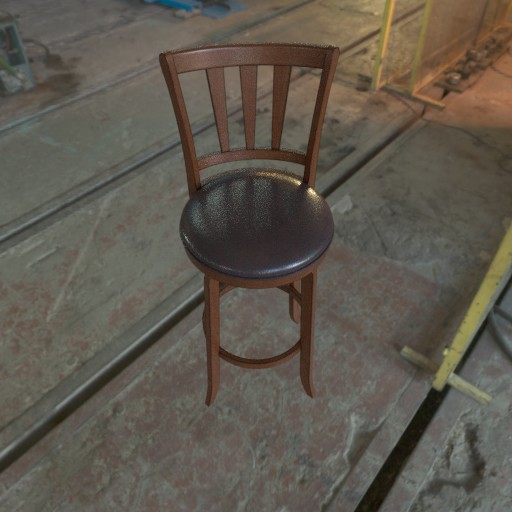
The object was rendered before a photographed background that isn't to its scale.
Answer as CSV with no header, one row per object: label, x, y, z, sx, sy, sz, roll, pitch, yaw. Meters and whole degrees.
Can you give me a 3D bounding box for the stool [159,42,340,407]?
stool,0.000,0.000,1.434,0.464,1.177,0.503,-4,46,-4
